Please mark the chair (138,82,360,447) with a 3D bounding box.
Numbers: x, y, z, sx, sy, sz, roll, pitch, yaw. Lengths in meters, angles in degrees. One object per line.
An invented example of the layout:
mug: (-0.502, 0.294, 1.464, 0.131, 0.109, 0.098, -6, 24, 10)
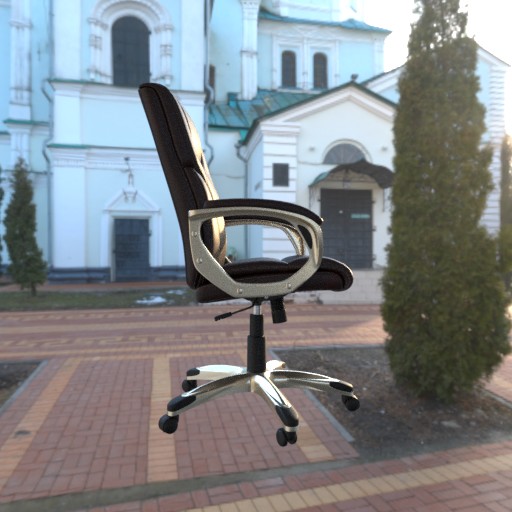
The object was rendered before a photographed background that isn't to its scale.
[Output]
chair: (0.000, 0.000, 1.595, 0.739, 1.107, 0.662, 0, 1, 1)
